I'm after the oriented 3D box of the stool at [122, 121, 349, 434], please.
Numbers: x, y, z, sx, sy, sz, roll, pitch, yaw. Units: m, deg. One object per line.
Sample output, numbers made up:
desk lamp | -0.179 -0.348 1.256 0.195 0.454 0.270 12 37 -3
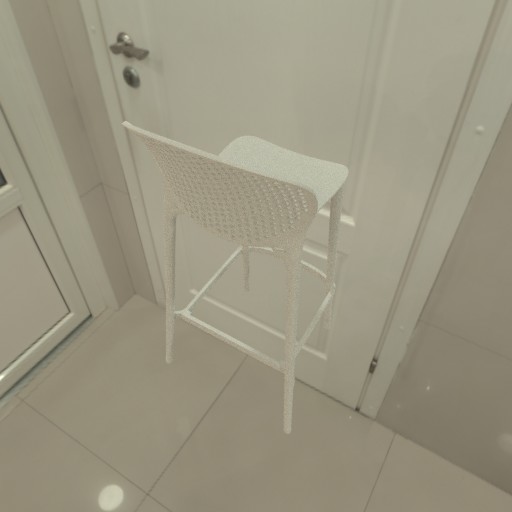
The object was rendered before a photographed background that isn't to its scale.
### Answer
stool | 0.000 0.000 1.351 0.536 1.045 0.535 24 50 21
